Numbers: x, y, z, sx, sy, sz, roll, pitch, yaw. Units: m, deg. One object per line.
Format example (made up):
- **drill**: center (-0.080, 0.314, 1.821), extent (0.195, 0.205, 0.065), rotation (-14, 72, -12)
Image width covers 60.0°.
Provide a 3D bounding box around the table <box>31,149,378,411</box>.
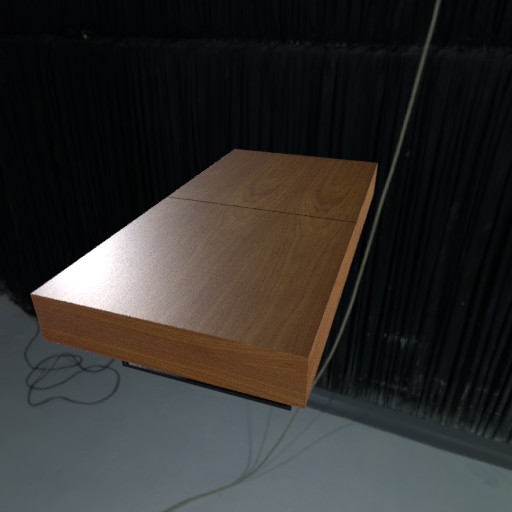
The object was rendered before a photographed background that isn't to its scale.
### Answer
- **table**: center (0.000, 0.000, 1.436), extent (0.610, 0.330, 1.194), rotation (10, 30, 17)
